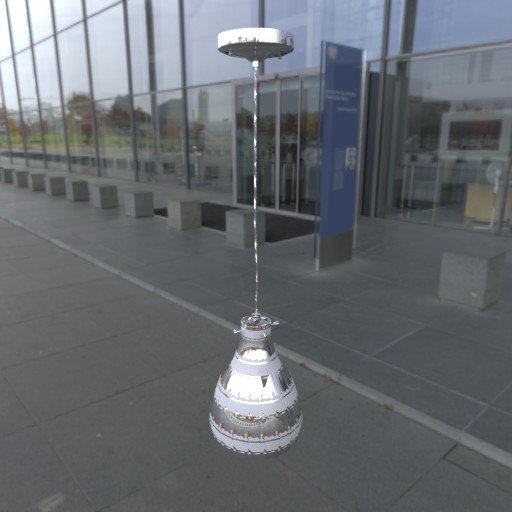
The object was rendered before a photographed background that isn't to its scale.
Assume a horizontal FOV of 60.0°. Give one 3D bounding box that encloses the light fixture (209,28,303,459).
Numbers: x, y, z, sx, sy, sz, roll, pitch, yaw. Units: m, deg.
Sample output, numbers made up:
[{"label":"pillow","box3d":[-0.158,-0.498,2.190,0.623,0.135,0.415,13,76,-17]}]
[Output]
[{"label":"light fixture","box3d":[0.000,0.000,1.614,0.374,1.457,0.374,-7,16,-26]}]
